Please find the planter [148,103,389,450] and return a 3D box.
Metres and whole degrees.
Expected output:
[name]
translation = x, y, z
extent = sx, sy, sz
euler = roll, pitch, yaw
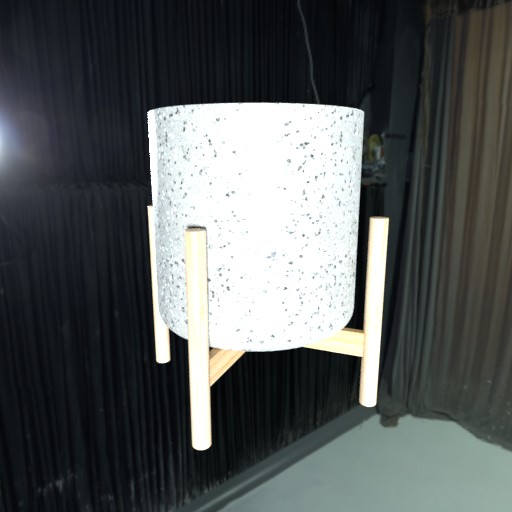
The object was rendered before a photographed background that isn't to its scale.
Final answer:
[planter]
translation = 0.000, 0.000, 0.686
extent = 0.360, 0.419, 0.360
euler = -13, 18, -43
